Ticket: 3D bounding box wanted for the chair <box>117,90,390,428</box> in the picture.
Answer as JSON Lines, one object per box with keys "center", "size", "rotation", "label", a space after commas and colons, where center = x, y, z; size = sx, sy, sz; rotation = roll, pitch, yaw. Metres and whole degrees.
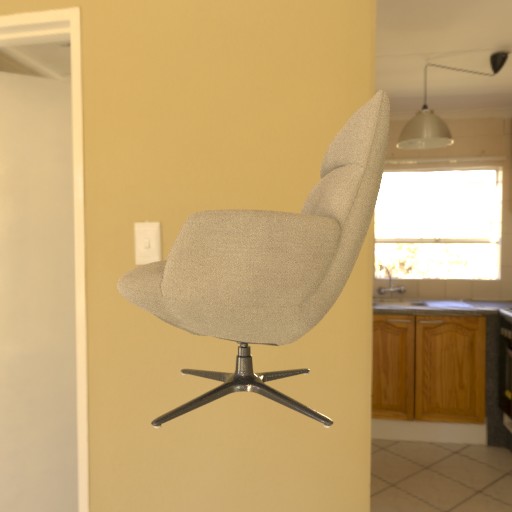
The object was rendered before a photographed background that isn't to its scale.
{"center": [0.000, 0.000, 1.593], "size": [0.889, 1.016, 0.711], "rotation": [0, 2, 0], "label": "chair"}
